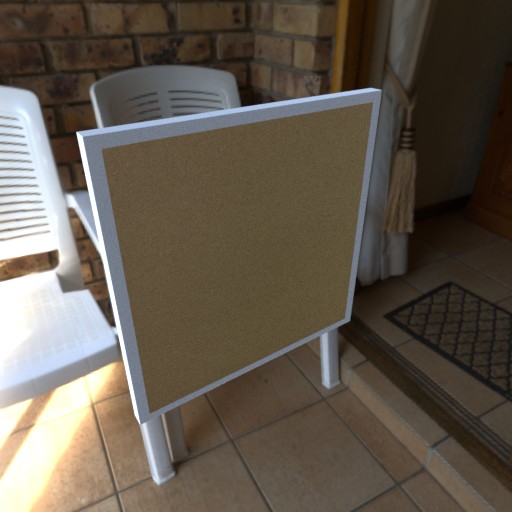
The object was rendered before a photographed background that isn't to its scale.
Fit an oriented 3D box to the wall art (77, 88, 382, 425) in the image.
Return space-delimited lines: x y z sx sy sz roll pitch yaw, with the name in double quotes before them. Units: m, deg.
"wall art" 0.000 0.000 1.170 0.763 0.761 0.038 -19 36 -29
